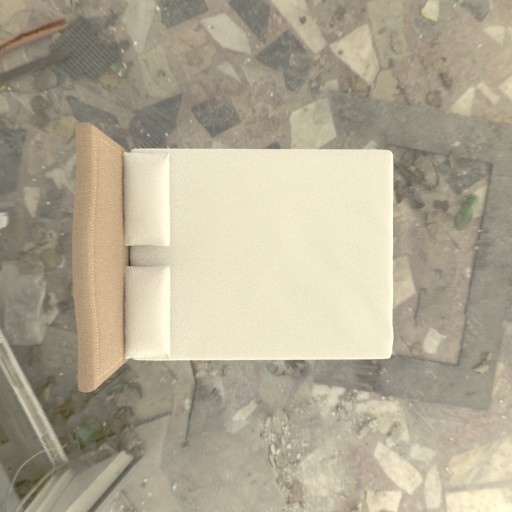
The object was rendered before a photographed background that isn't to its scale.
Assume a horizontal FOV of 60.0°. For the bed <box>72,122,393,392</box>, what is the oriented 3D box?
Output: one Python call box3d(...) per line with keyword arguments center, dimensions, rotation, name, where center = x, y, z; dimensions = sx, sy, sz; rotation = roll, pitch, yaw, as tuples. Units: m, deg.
box3d(center=(0.000, 0.000, 3.438), dimensions=(2.282, 1.436, 1.821), rotation=(0, 91, -1), name="bed")
